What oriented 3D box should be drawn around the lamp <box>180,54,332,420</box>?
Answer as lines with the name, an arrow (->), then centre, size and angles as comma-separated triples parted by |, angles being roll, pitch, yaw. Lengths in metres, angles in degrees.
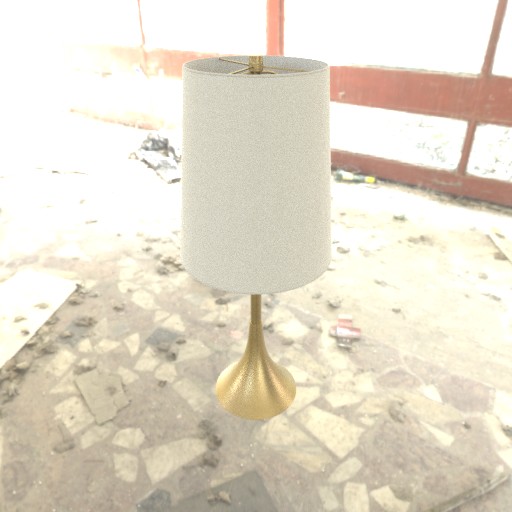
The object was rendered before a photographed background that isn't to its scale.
lamp -> 0.000, 0.000, 0.686 | 0.231, 0.569, 0.231 | 0, 30, 0
